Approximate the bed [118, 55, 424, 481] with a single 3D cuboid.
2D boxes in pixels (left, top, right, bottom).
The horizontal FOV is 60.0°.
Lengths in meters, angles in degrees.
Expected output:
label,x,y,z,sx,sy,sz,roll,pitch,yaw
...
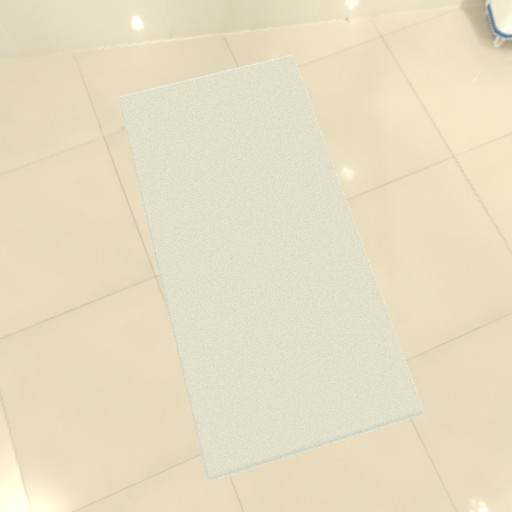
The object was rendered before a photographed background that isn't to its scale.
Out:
label,x,y,z,sx,sy,sz,roll,pitch,yaw
bed,0.000,0.000,2.377,0.961,0.616,1.902,-15,75,-4
